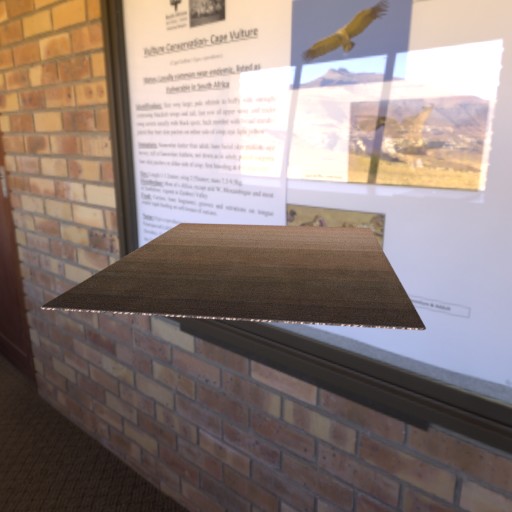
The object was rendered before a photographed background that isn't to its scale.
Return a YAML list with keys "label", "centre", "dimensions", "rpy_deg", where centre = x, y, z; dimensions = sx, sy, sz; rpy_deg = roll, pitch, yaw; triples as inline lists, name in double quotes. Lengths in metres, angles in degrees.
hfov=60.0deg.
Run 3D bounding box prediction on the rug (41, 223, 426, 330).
- label: "rug"
  centre: [0.000, 0.000, 3.970]
  dimensions: [2.305, 0.017, 2.902]
  rpy_deg: [2, 15, 8]
